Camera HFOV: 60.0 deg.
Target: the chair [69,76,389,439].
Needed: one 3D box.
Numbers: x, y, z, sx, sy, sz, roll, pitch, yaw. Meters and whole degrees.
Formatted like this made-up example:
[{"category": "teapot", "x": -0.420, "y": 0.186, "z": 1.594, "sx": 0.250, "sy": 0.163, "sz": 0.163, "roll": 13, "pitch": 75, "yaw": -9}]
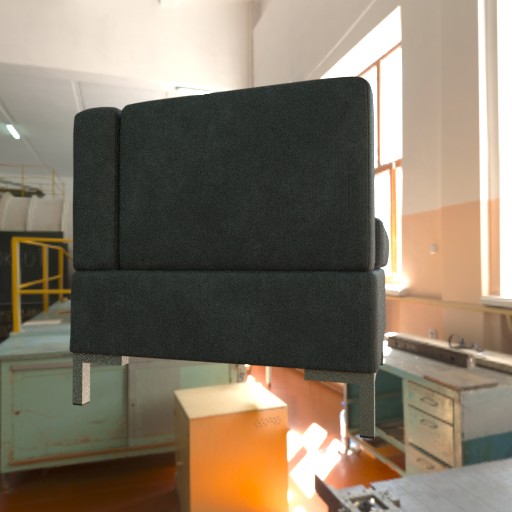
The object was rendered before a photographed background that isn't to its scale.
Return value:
[{"category": "chair", "x": 0.000, "y": 0.000, "z": 1.187, "sx": 0.680, "sy": 0.660, "sz": 0.680, "roll": 0, "pitch": -1, "yaw": 17}]
